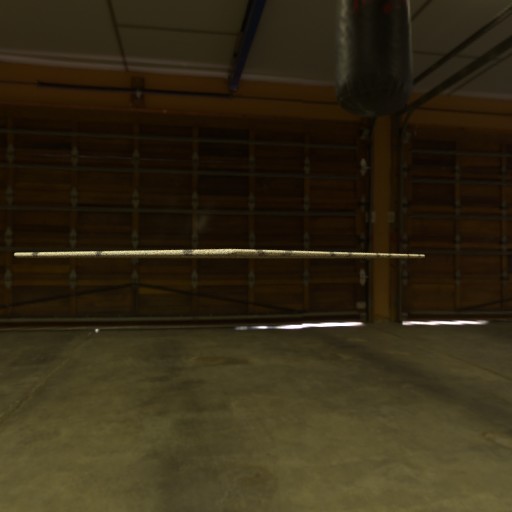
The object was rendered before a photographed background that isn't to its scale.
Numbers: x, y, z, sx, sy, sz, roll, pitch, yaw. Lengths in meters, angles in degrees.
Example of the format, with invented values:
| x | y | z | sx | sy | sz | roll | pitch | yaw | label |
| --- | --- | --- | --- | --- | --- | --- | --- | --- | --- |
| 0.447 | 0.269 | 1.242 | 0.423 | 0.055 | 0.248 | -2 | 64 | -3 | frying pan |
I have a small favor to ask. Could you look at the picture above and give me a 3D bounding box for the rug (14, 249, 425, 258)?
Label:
| x | y | z | sx | sy | sz | roll | pitch | yaw | label |
| --- | --- | --- | --- | --- | --- | --- | --- | --- | --- |
| 0.000 | 0.000 | 2.869 | 1.501 | 0.024 | 2.348 | 0 | -1 | 36 | rug |
